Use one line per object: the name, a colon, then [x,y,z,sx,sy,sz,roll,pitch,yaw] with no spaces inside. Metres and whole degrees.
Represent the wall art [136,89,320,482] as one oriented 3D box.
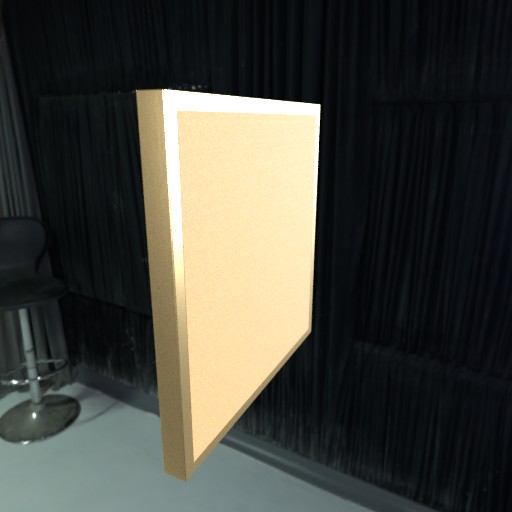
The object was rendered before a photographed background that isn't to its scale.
wall art: [0.000,0.000,0.458,0.023,0.305,0.305,8,19,25]
